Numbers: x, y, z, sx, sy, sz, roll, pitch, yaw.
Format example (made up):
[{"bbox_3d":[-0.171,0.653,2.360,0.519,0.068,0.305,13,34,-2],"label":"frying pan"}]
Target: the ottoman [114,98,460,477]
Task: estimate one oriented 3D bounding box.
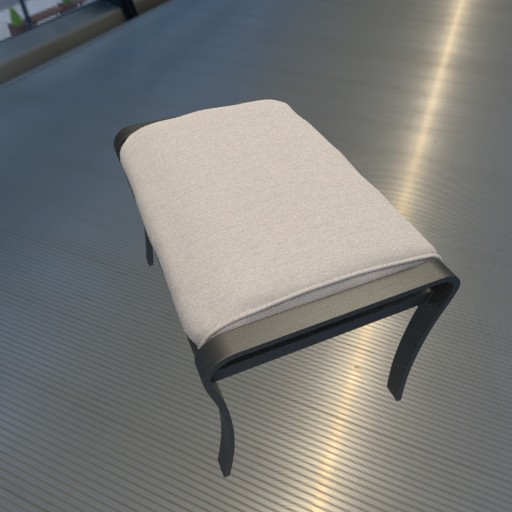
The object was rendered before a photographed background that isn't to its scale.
[{"bbox_3d":[0.000,0.000,0.902,0.406,0.422,0.610,-17,47,-16],"label":"ottoman"}]
